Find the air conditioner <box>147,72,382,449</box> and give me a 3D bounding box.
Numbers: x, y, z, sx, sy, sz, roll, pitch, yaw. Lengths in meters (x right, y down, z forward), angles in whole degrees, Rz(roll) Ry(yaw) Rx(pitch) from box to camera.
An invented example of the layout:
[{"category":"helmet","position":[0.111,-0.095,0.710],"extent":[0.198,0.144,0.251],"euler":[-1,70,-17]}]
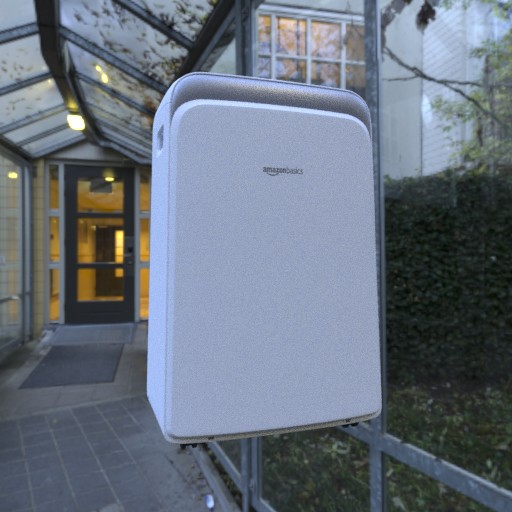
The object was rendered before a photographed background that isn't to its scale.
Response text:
[{"category":"air conditioner","position":[0.000,0.000,0.964],"extent":[0.454,0.700,0.365],"euler":[0,1,-17]}]
